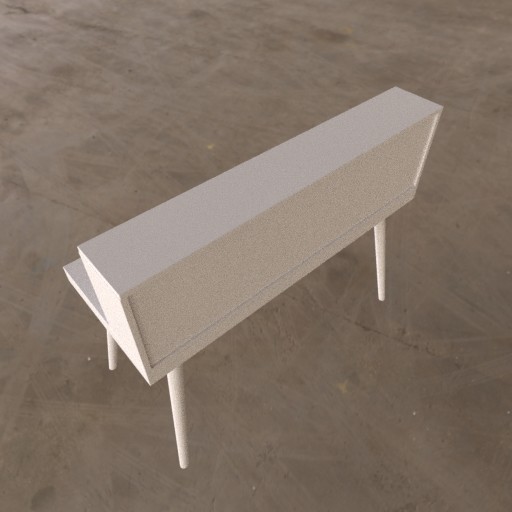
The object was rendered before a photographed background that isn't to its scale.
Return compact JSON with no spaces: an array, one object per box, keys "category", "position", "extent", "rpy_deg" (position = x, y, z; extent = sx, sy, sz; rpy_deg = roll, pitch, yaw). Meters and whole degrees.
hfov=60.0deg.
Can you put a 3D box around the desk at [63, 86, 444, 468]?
[{"category":"desk","position":[0.000,0.000,1.671],"extent":[1.199,0.990,0.559],"rpy_deg":[-33,54,-27]}]
